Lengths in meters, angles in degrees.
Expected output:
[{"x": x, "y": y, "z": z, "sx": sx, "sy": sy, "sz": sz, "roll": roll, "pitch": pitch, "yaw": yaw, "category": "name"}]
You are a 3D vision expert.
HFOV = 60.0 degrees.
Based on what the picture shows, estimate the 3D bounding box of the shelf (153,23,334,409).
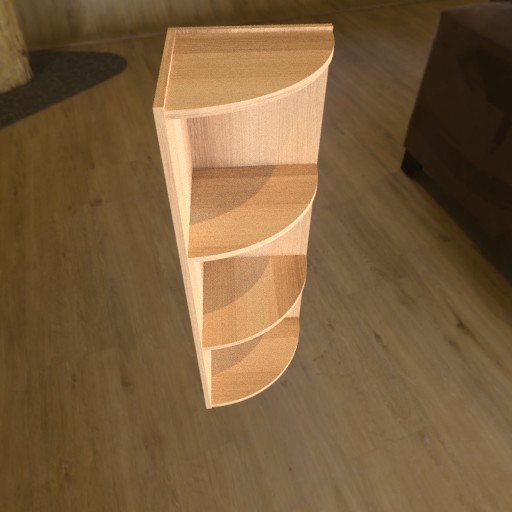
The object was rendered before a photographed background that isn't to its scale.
[{"x": 0.000, "y": 0.000, "z": 0.996, "sx": 0.290, "sy": 0.872, "sz": 0.290, "roll": -3, "pitch": 46, "yaw": -3, "category": "shelf"}]
